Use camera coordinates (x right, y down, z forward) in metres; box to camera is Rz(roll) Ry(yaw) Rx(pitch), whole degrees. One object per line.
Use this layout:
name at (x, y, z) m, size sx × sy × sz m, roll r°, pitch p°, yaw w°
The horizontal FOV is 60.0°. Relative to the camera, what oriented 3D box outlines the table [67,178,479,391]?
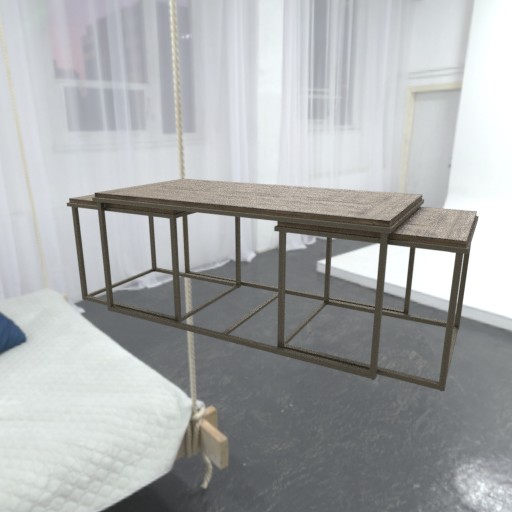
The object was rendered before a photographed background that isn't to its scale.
table at (0.000, 0.000, 1.516) m, size 1.312 × 0.427 × 0.489 m, roll 9°, pitch 18°, yaw 27°
